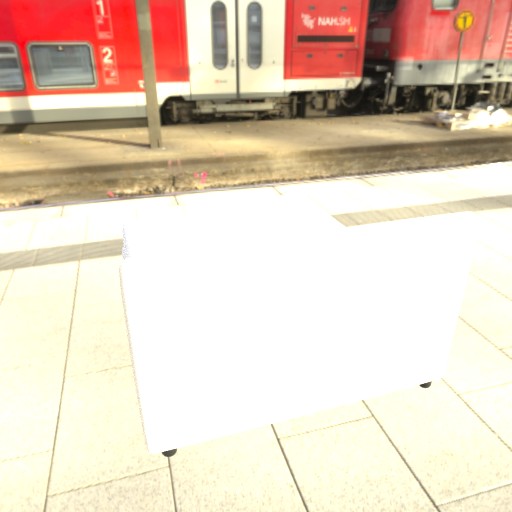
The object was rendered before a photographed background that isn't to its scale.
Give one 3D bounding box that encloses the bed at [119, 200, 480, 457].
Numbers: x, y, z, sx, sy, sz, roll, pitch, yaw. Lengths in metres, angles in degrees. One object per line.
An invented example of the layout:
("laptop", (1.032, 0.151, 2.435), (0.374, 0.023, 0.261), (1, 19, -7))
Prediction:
("bed", (0.000, 0.000, 3.549), (2.119, 1.317, 2.341), (-8, 28, -16))
